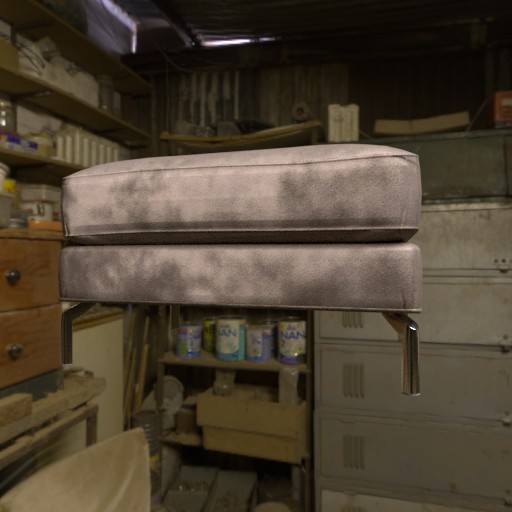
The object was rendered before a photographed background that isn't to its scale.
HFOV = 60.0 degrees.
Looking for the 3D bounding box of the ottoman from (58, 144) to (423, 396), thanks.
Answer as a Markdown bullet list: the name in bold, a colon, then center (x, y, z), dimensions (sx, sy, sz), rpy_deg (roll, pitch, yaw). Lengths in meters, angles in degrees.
- **ottoman**: center (0.000, 0.000, 1.060), dimensions (0.719, 0.456, 0.520), rpy_deg (0, 0, 17)
